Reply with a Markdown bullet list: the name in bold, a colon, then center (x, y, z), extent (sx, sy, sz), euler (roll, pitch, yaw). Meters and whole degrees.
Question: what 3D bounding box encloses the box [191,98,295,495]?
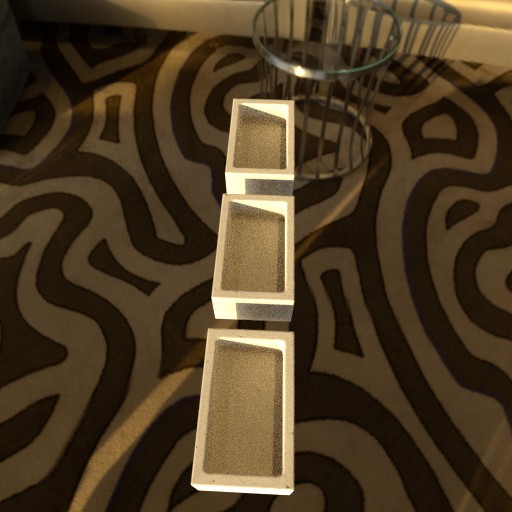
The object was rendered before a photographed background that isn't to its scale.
- **box**: center (0.000, 0.000, 0.492), extent (0.082, 0.051, 0.461), euler (2, 58, 1)
